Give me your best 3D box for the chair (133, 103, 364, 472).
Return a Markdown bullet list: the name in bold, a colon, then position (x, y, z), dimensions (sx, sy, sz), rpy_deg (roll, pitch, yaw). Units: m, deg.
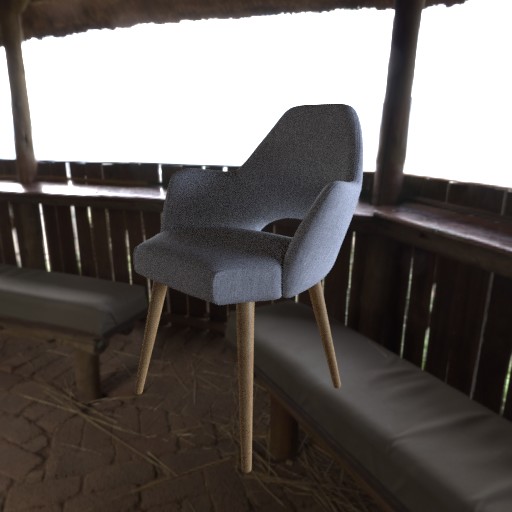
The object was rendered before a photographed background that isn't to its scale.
- **chair**: position (0.000, 0.000, 1.256), dimensions (0.590, 0.840, 0.610), rpy_deg (15, 21, 42)
